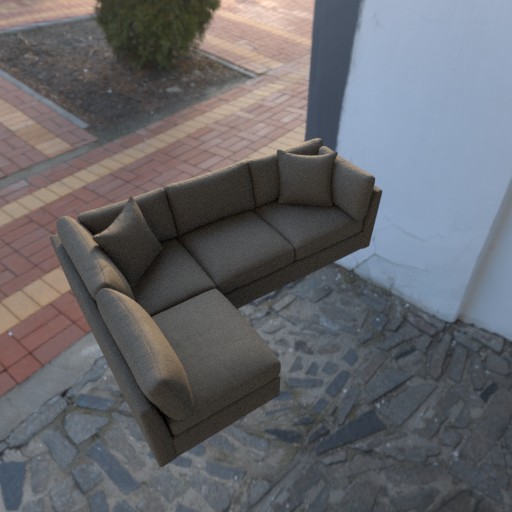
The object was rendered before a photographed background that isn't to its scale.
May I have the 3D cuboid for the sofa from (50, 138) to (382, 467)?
[{"bbox_3d":[0.000,0.000,3.855,2.896,0.978,1.994,-23,46,-25],"label":"sofa"}]
